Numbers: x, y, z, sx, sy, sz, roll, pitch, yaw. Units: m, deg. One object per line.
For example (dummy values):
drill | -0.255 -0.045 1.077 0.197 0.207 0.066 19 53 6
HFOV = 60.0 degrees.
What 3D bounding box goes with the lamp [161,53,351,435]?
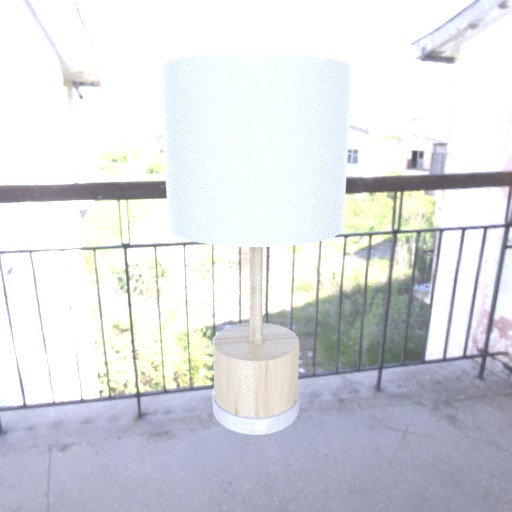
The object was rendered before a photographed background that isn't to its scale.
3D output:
lamp | 0.000 0.000 0.600 0.229 0.470 0.229 -3 16 -10
